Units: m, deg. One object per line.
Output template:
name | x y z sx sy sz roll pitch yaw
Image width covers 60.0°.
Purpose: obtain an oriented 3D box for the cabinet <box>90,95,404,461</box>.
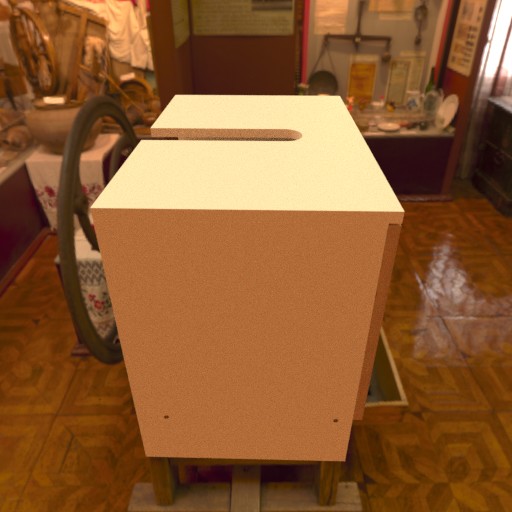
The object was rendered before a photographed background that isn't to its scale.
cabinet | 0.000 0.000 0.943 0.400 0.522 0.600 1 33 1
